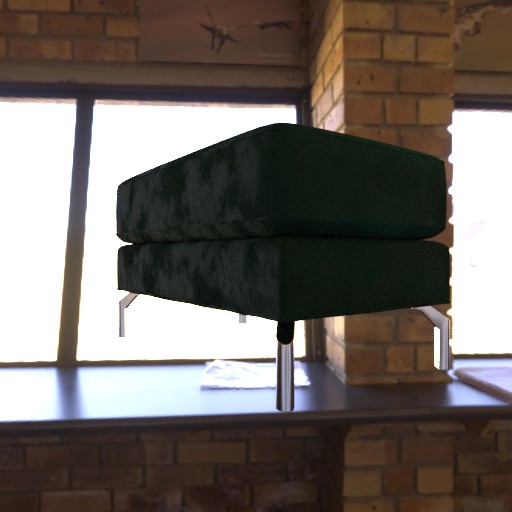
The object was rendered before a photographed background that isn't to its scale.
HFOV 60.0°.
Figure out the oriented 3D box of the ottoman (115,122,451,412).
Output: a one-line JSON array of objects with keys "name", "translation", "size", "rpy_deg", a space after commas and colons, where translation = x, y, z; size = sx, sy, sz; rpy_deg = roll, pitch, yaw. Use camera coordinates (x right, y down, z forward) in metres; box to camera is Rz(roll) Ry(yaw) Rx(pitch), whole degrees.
[{"name": "ottoman", "translation": [0.000, 0.000, 1.254], "size": [0.536, 0.533, 0.886], "rpy_deg": [0, 0, -36]}]
